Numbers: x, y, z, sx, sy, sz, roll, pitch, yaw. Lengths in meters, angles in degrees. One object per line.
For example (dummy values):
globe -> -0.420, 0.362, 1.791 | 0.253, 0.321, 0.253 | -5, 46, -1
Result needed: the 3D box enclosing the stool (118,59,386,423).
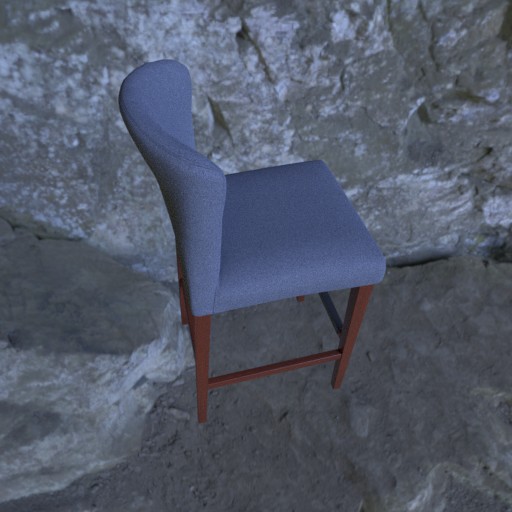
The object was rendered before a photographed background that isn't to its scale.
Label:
stool -> 0.000, 0.000, 1.307 | 0.568, 1.069, 0.481 | -10, 47, -10
